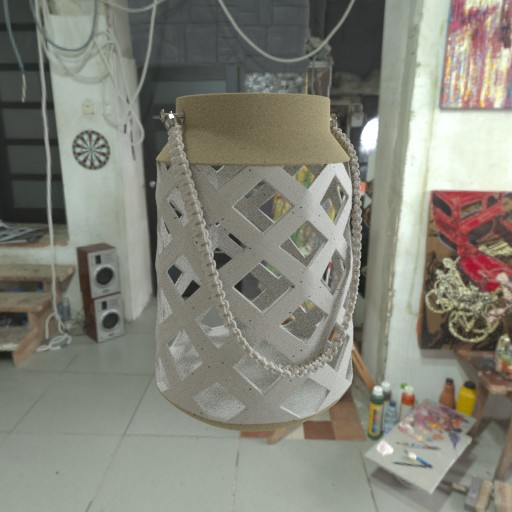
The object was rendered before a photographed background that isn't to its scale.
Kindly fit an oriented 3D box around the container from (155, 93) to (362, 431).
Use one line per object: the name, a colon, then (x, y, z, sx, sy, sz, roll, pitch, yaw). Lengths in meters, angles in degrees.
container: (0.000, 0.000, 0.342, 0.163, 0.229, 0.172, -8, 17, -26)
